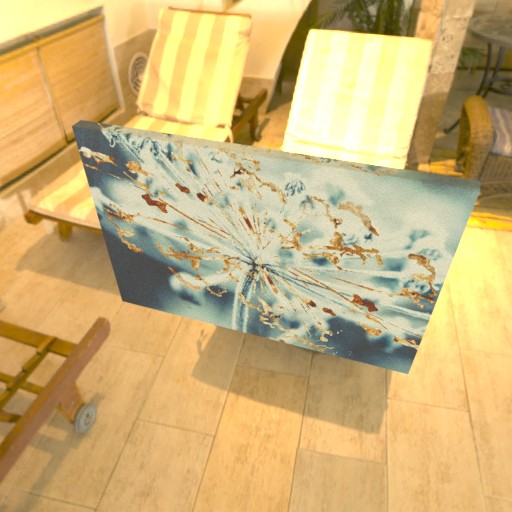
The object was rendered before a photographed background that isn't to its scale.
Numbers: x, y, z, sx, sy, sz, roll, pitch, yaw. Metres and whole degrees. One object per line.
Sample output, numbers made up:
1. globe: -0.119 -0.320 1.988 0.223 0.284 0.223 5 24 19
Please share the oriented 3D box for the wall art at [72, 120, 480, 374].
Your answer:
1. wall art: 0.000 0.000 1.166 0.912 0.608 0.038 12 43 13
